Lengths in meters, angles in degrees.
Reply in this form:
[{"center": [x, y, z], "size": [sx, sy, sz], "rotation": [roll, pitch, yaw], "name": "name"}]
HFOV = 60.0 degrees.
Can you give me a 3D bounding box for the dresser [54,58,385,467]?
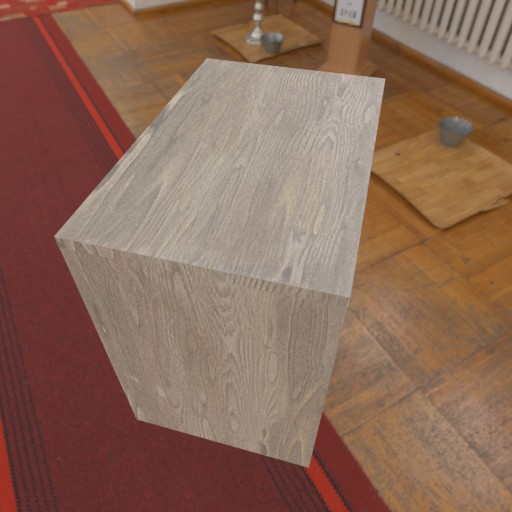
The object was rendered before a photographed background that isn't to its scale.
[{"center": [0.000, 0.000, 1.290], "size": [0.529, 0.762, 0.809], "rotation": [11, 47, 11], "name": "dresser"}]
